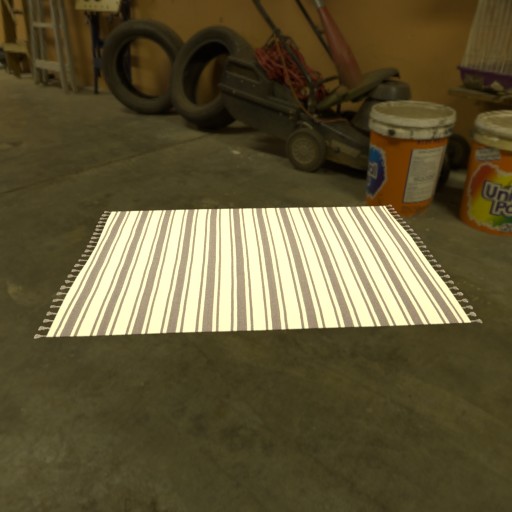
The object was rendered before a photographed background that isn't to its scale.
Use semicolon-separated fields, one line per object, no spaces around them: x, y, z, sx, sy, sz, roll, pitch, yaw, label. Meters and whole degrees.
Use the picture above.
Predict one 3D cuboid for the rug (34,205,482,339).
0.000;0.000;3.032;2.425;0.014;1.563;-2;31;-3;rug
